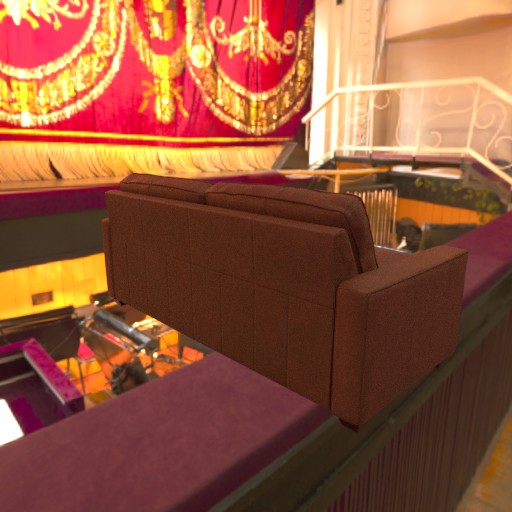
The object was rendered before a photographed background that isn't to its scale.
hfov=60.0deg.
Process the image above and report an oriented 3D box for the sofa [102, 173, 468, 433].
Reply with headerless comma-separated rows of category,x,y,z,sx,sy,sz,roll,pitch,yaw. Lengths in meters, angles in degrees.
sofa,0.000,0.000,2.580,0.940,0.919,2.080,-14,20,-42
